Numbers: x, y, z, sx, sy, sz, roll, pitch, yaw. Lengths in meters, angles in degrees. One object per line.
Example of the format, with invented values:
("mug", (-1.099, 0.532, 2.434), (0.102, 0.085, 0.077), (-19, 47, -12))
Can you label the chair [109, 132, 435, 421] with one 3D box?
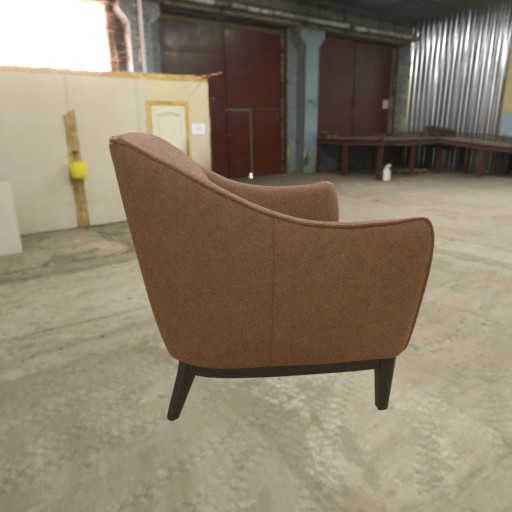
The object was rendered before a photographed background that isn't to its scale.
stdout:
("chair", (0.000, 0.000, 1.545), (0.852, 0.830, 0.871), (-2, 16, -9))
